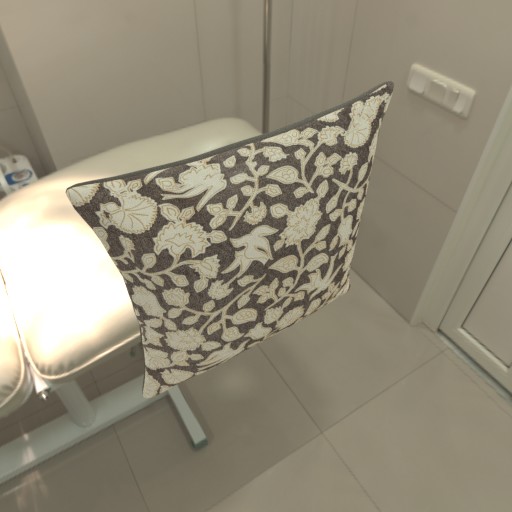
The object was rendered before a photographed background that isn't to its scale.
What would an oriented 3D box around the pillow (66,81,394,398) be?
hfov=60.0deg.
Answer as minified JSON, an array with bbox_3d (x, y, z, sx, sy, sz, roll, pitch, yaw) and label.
[{"bbox_3d":[0.000,0.000,0.790,0.526,0.507,0.166,-25,51,-22],"label":"pillow"}]
